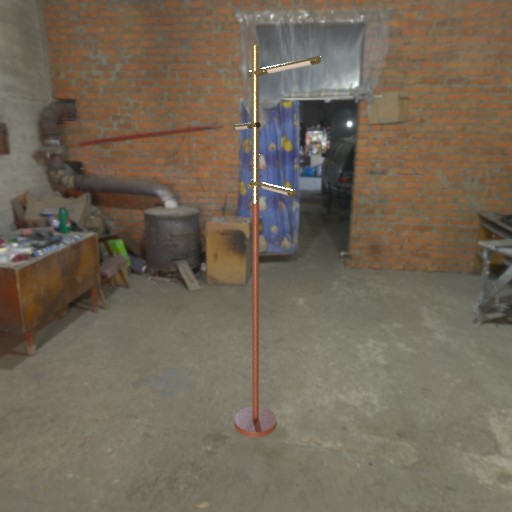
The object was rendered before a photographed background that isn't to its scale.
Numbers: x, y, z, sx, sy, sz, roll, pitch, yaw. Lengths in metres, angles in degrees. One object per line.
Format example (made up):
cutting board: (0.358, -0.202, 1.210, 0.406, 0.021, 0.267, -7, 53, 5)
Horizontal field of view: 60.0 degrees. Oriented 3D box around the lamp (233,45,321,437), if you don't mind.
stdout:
lamp: (0.000, 0.000, 1.955, 0.209, 1.704, 0.737, -8, 17, -28)
